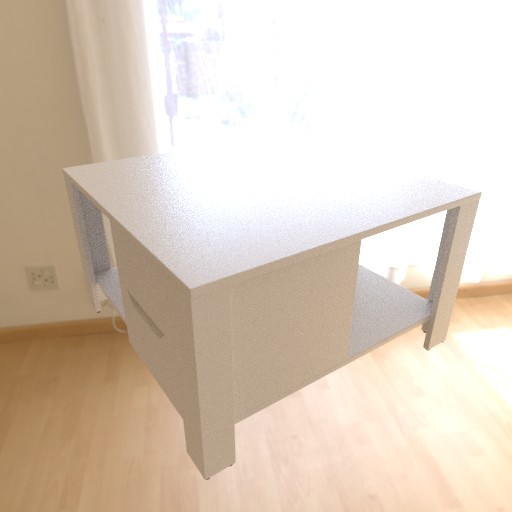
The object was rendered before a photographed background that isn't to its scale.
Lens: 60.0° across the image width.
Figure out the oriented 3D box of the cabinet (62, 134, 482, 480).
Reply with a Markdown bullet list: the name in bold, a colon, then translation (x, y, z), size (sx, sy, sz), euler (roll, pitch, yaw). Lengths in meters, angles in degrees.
- **cabinet**: translation (0.000, 0.000, 1.284), size (0.800, 0.460, 0.800), euler (-18, 32, -30)
